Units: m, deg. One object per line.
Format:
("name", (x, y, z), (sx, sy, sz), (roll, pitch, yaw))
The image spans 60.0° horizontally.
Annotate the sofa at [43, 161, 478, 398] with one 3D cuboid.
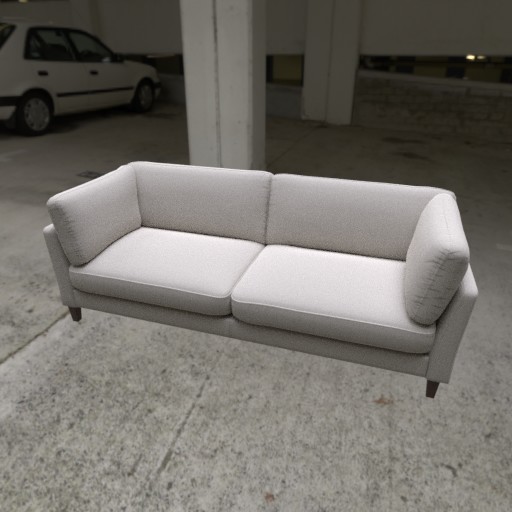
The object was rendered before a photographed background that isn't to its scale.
("sofa", (0.000, 0.000, 2.678), (2.301, 0.863, 0.957), (8, 27, 17))
